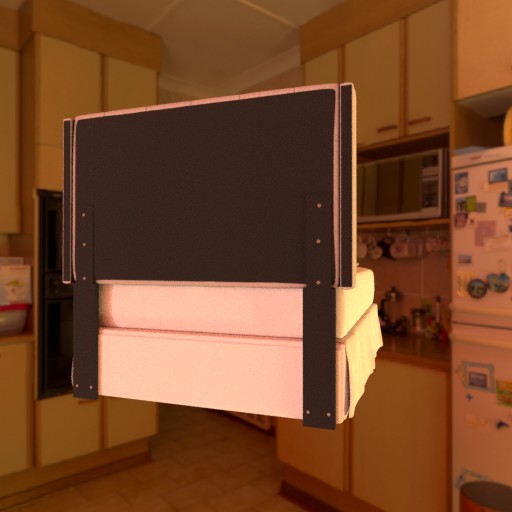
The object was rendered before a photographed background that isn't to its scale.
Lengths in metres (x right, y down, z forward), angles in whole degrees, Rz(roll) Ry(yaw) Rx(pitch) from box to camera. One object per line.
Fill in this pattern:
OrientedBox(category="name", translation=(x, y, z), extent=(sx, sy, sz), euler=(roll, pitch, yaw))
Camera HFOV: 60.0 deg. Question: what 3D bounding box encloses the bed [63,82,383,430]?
OrientedBox(category="bed", translation=(0.000, 0.000, 3.321), extent=(1.719, 1.665, 2.066), euler=(0, 0, 19))
